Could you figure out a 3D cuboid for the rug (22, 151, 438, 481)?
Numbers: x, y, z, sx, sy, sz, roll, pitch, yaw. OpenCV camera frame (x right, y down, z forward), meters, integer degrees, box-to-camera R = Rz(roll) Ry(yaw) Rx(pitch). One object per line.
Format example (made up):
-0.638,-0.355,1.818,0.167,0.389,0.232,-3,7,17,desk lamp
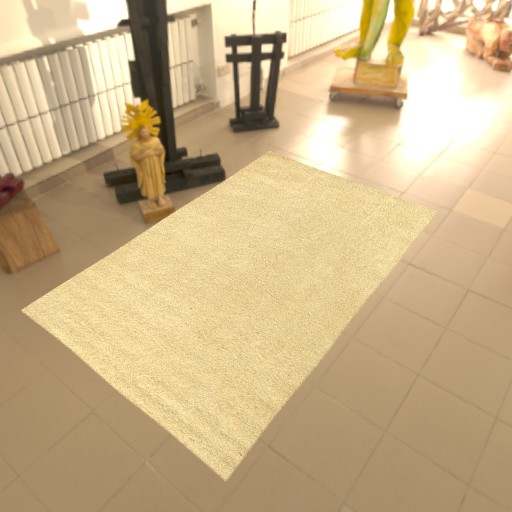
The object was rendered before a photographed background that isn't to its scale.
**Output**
0.000,0.000,2.835,1.500,0.025,2.346,27,48,27,rug
